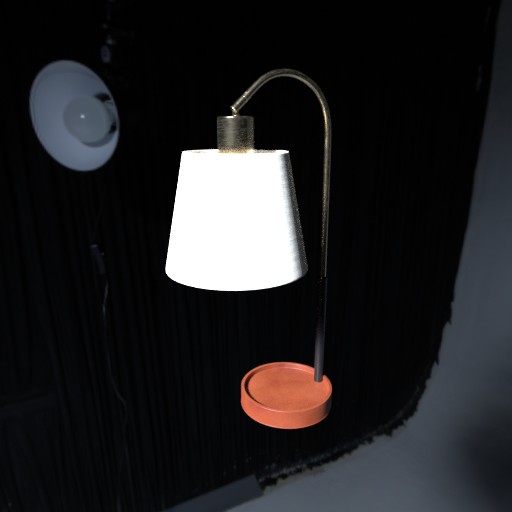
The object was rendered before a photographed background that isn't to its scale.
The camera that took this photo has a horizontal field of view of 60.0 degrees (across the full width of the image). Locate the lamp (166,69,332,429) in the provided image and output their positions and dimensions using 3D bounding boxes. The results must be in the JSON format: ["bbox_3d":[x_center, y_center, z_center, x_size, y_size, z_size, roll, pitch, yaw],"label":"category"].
[{"bbox_3d":[0.000,0.000,0.677,0.273,0.536,0.211,-7,17,-25],"label":"lamp"}]
